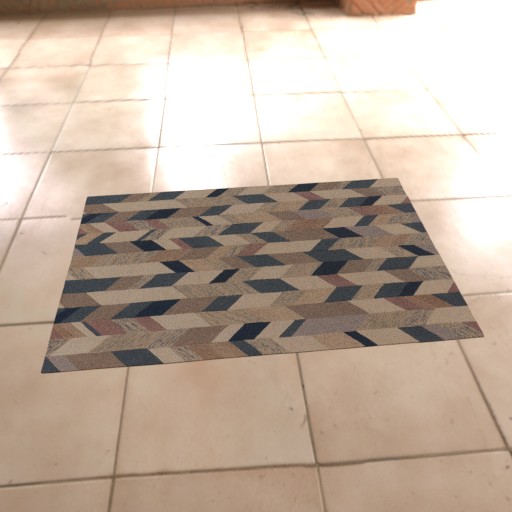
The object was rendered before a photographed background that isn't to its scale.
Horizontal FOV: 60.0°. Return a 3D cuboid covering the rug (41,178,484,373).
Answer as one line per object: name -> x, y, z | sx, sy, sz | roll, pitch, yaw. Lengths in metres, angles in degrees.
rug -> 0.000, 0.000, 2.921 | 2.423, 0.008, 1.513 | -4, 46, -4
